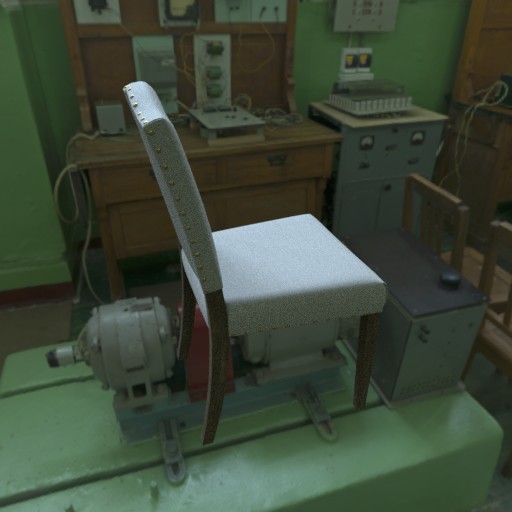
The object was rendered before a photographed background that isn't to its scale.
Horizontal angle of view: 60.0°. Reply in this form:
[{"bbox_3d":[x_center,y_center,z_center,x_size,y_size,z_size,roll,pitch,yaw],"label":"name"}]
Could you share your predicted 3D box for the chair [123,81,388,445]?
[{"bbox_3d":[0.000,0.000,1.336,0.620,1.020,0.508,-10,32,-17],"label":"chair"}]
